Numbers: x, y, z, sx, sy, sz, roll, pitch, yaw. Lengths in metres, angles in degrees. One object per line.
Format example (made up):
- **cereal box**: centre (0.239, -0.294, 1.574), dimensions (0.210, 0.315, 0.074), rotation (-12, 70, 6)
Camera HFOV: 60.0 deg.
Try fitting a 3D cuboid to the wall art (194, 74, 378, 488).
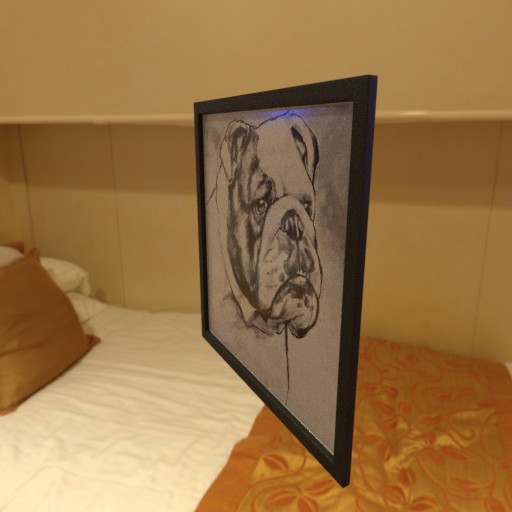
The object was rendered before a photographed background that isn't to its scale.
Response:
- **wall art**: centre (0.000, 0.000, 0.952), dimensions (0.016, 0.659, 0.663), rotation (-8, 18, -27)
